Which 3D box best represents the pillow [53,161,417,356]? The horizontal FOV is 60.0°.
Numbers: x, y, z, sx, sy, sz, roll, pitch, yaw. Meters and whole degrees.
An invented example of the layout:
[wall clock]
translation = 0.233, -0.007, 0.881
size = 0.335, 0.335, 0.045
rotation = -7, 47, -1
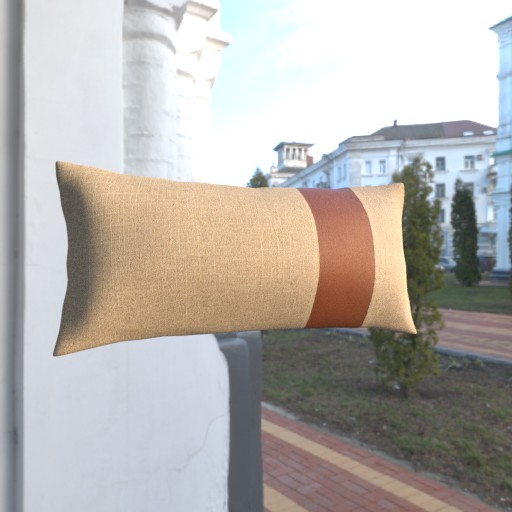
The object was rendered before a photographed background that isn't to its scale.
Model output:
[pillow]
translation = 0.000, 0.000, 0.732
size = 0.612, 0.282, 0.155
rotation = 0, 0, -18
